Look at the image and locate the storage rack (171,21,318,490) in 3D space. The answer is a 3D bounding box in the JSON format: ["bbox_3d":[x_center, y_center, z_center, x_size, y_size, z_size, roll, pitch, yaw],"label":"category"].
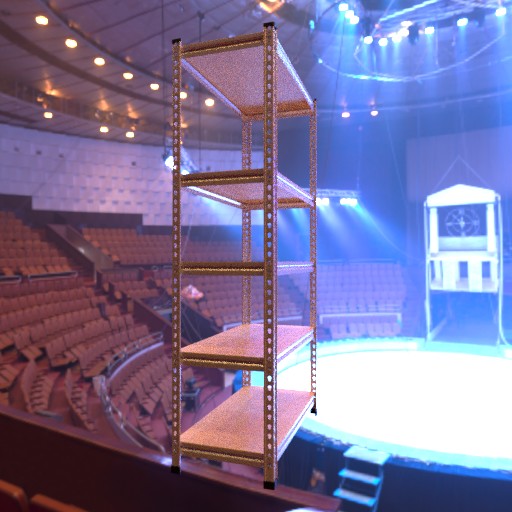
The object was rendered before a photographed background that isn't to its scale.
[{"bbox_3d":[0.000,0.000,2.232,0.457,1.829,0.914,0,-1,19],"label":"storage rack"}]
